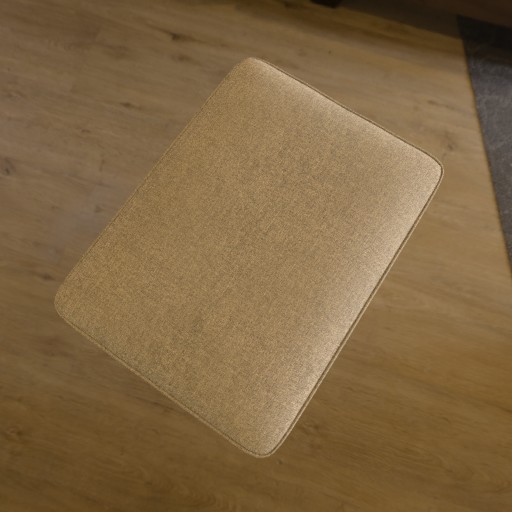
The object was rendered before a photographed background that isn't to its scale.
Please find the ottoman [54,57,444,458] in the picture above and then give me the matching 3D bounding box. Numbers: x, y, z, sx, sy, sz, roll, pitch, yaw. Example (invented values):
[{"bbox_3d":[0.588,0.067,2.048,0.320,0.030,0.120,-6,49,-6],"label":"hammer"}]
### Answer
[{"bbox_3d":[0.000,0.000,1.324,0.661,0.561,0.889,33,78,8],"label":"ottoman"}]
